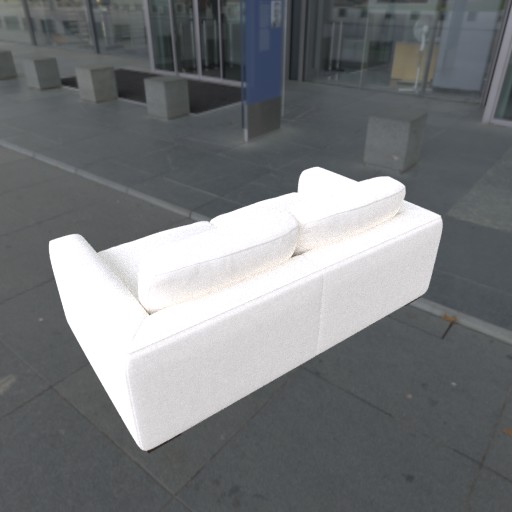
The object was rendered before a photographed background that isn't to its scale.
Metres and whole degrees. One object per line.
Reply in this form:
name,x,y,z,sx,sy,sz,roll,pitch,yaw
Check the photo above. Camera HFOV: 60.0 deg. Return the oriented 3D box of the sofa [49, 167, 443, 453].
sofa,0.000,0.000,2.460,1.920,0.801,1.069,-21,37,-31
